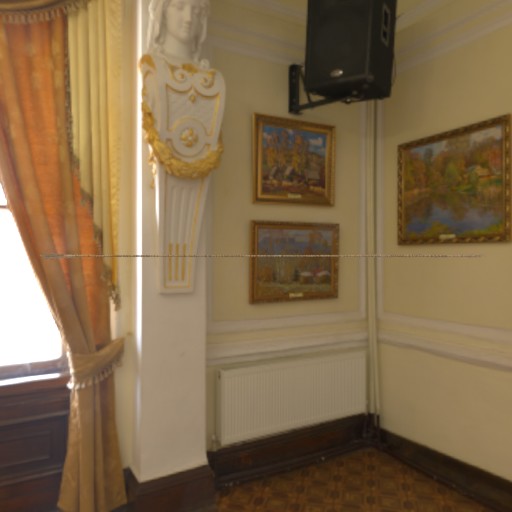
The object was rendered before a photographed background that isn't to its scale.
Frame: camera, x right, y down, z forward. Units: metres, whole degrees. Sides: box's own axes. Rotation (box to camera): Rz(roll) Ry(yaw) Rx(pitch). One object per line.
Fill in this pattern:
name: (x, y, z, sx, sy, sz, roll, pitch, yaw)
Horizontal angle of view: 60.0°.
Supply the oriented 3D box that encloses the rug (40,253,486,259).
rug: (0.000, 0.000, 2.458, 2.021, 0.027, 1.224, 0, 0, -17)
